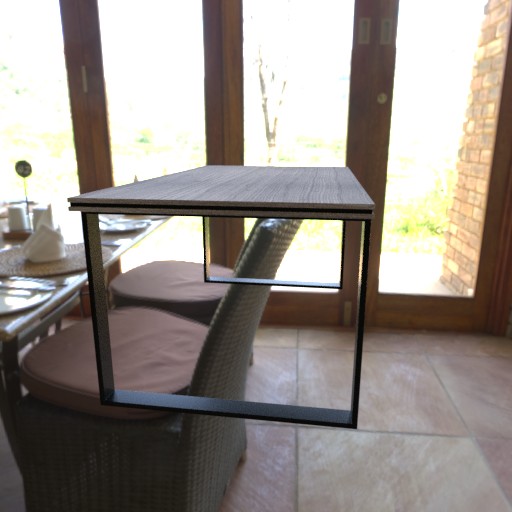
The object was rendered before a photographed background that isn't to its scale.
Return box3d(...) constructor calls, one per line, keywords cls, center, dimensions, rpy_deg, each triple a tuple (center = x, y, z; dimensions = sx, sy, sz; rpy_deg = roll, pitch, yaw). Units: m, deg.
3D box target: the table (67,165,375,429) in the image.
box3d(cls="table", center=(0.000, 0.000, 2.086), dimensions=(0.881, 0.736, 1.579), rpy_deg=(2, 15, 8))
